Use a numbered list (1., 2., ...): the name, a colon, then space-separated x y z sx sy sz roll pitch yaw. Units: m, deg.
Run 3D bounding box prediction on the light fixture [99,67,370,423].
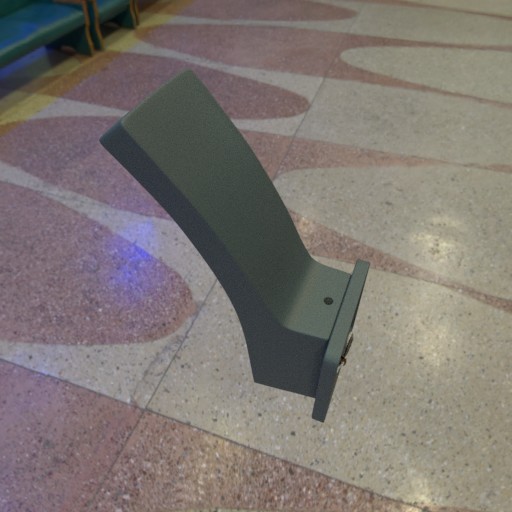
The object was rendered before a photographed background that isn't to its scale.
1. light fixture: 0.000 0.000 0.342 0.174 0.243 0.108 16 48 15
